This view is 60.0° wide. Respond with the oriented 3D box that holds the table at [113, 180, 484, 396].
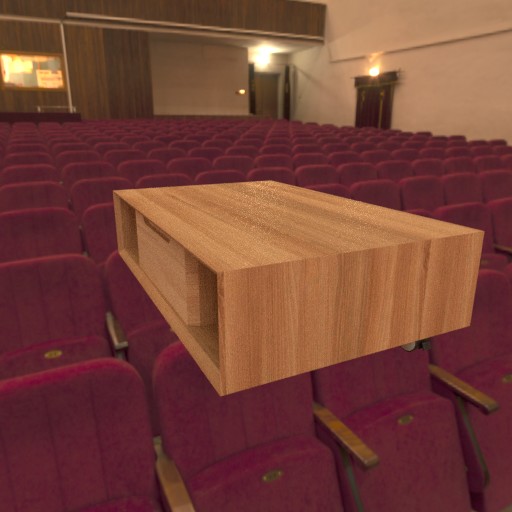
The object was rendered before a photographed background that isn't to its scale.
[{"bbox_3d":[0.000,0.000,1.453,0.700,0.330,1.100,-8,19,-25],"label":"table"}]
